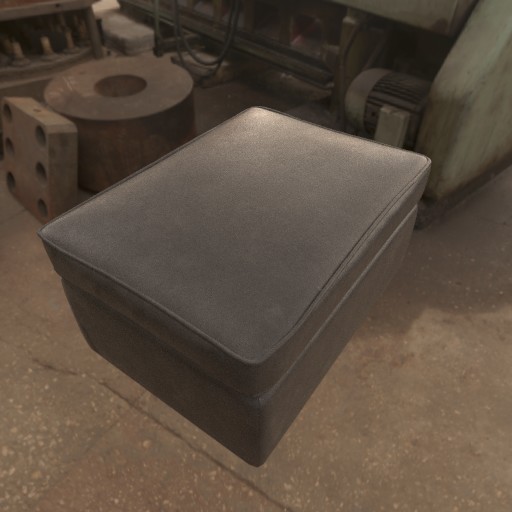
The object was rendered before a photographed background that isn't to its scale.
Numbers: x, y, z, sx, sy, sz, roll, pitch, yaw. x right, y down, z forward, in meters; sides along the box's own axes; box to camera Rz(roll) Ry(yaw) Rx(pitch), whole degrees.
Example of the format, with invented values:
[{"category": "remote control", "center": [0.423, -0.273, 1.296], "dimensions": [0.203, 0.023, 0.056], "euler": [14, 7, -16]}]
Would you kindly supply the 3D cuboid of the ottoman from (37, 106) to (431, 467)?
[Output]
[{"category": "ottoman", "center": [0.000, 0.000, 1.096], "dimensions": [0.554, 0.445, 0.756], "euler": [25, 47, 26]}]
